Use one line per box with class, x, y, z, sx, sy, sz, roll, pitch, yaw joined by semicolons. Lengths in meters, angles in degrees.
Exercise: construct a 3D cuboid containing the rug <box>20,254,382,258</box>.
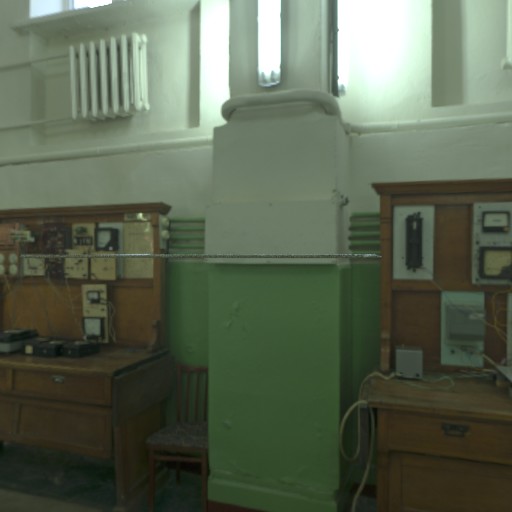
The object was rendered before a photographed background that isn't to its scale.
rug;0.000;0.000;2.245;1.179;0.022;1.820;0;0;17
